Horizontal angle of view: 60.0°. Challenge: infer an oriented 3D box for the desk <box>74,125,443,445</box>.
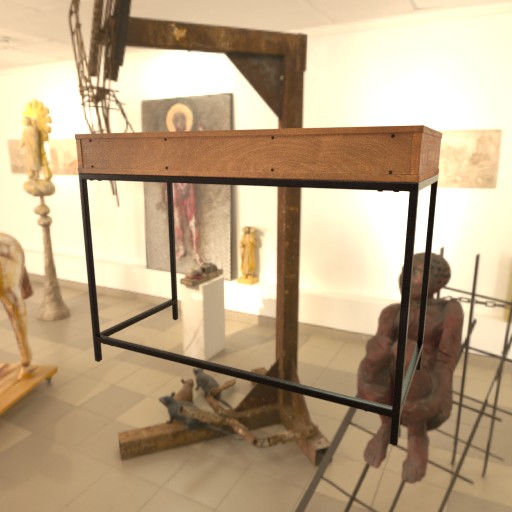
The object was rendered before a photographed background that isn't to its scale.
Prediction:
[{"bbox_3d":[0.000,0.000,1.431,1.016,0.762,0.470,7,15,26],"label":"desk"}]
